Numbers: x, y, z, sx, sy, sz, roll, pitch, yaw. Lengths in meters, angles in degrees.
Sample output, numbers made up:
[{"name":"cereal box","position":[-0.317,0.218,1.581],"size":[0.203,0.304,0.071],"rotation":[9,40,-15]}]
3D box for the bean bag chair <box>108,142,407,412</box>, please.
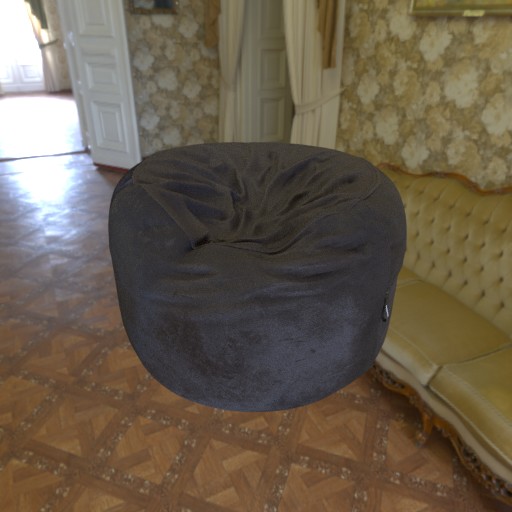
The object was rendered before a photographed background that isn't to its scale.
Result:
[{"name":"bean bag chair","position":[0.000,0.000,1.463],"size":[0.918,0.605,0.918],"rotation":[0,27,0]}]
